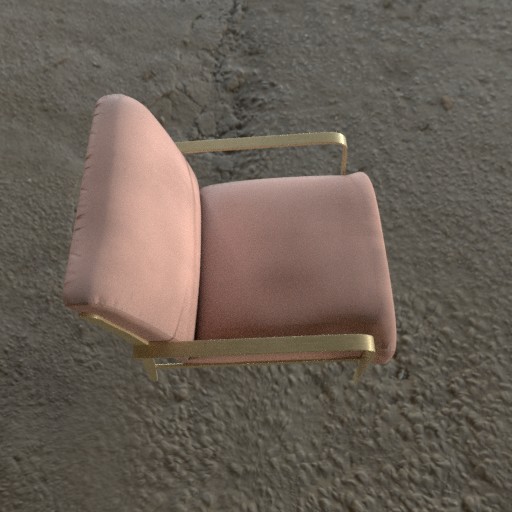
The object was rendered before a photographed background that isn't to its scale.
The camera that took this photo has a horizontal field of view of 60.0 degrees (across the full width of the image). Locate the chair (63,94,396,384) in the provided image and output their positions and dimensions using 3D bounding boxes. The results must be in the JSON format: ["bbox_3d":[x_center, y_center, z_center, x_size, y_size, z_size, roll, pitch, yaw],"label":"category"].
[{"bbox_3d":[0.000,0.000,1.427,0.848,0.823,0.701,-1,65,-1],"label":"chair"}]
